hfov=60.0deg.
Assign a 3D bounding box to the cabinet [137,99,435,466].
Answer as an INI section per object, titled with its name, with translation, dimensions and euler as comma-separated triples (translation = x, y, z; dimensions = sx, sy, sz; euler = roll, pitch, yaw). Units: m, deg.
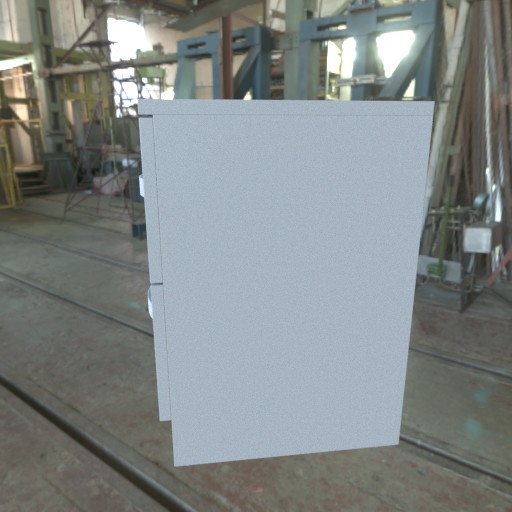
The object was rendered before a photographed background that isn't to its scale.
[cabinet]
translation = 0.000, 0.000, 0.741
dimensions = 0.360, 0.470, 0.400
euler = -2, 16, -8
